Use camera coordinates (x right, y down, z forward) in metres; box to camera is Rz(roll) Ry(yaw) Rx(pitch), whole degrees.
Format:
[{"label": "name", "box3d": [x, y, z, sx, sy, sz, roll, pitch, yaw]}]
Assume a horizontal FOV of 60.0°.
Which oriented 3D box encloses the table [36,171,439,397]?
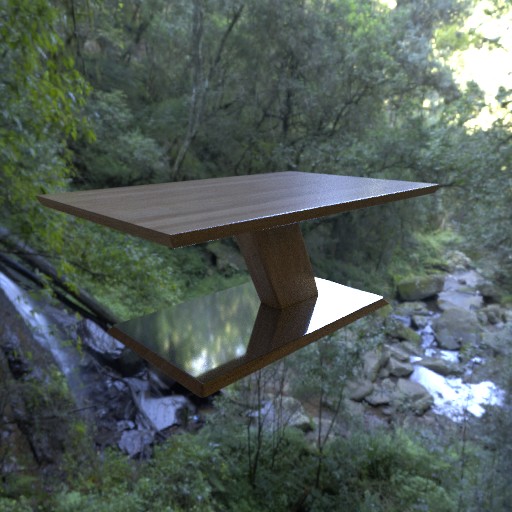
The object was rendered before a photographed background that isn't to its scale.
[{"label": "table", "box3d": [0.000, 0.000, 1.468, 1.100, 0.441, 0.692, -15, 22, -42]}]
